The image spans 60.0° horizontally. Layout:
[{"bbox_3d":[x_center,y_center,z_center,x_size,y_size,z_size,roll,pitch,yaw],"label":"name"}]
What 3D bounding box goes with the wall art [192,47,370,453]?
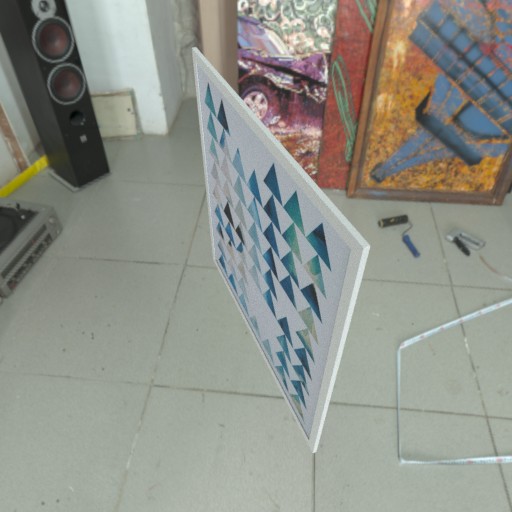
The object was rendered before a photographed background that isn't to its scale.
[{"bbox_3d":[0.000,0.000,0.675,0.007,0.456,0.456,-18,49,-16],"label":"wall art"}]
